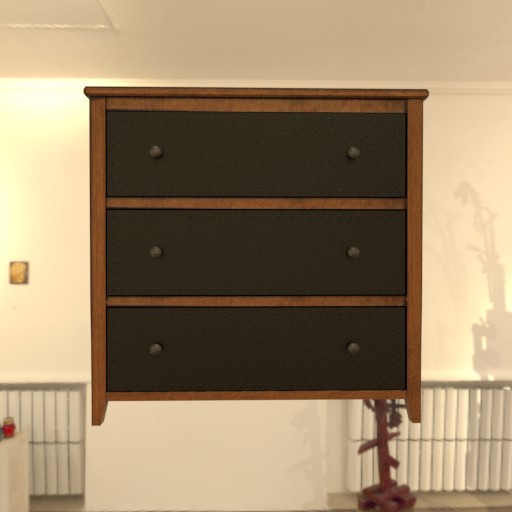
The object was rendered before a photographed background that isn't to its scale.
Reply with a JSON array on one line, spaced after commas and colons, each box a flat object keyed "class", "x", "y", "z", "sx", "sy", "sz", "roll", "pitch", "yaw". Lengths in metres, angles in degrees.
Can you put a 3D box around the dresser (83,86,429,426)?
[{"class": "dresser", "x": 0.000, "y": 0.000, "z": 1.879, "sx": 1.250, "sy": 1.224, "sz": 0.591, "roll": 0, "pitch": 0, "yaw": -1}]
